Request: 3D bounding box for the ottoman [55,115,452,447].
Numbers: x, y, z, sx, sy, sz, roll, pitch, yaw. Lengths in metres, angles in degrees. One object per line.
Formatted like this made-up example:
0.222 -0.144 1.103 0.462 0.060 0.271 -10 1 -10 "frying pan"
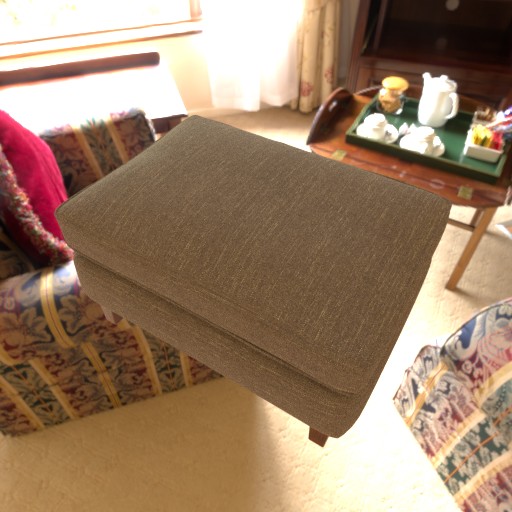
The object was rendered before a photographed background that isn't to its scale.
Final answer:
0.000 0.000 0.990 0.686 0.406 0.508 24 51 22 "ottoman"
